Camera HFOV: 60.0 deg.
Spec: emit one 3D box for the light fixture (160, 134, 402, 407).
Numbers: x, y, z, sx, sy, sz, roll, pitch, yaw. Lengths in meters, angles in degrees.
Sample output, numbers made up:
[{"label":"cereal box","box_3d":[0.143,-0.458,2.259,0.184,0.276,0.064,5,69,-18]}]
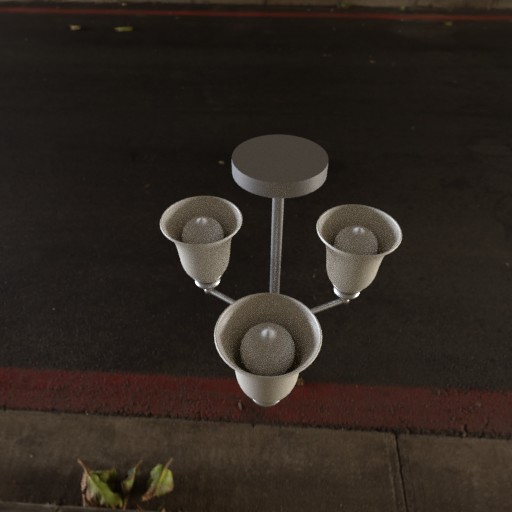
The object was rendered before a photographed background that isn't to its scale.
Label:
[{"label":"light fixture","box_3d":[0.000,0.000,0.692,0.354,0.370,0.388,26,48,26]}]
